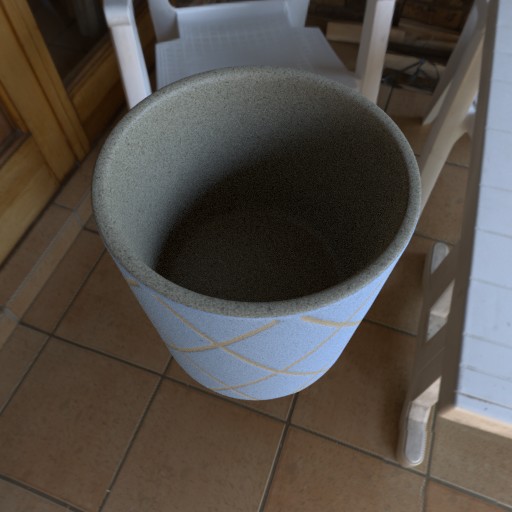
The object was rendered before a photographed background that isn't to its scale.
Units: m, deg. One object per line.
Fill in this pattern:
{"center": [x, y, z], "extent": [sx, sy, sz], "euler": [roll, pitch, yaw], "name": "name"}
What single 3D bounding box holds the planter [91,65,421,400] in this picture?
{"center": [0.000, 0.000, 0.343], "extent": [0.191, 0.200, 0.191], "euler": [0, 59, 0], "name": "planter"}
